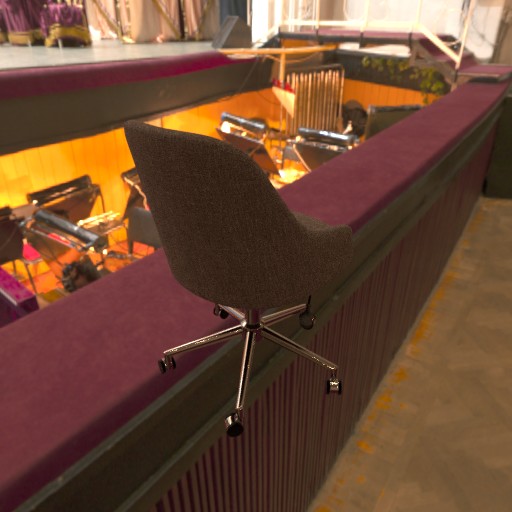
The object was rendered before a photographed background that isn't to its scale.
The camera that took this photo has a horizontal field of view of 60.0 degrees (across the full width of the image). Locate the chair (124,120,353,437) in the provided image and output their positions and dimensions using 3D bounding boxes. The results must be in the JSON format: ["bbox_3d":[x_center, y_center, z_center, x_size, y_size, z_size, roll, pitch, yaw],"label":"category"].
[{"bbox_3d":[0.000,0.000,1.462,0.671,0.950,0.712,21,35,33],"label":"chair"}]
